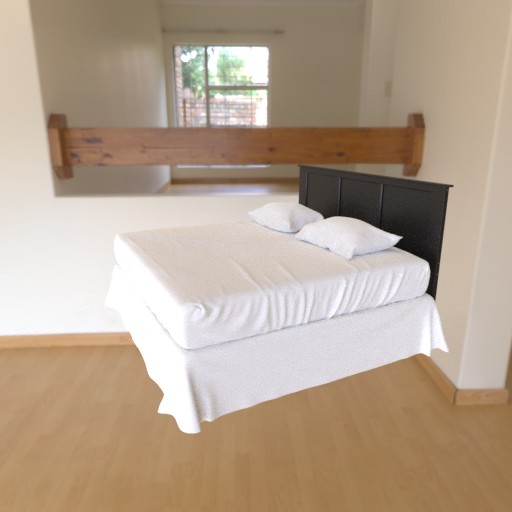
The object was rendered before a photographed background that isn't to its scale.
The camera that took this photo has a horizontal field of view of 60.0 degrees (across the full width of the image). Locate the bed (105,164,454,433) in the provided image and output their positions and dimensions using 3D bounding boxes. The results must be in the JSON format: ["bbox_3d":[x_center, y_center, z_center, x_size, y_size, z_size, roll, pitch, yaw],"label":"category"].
[{"bbox_3d":[0.000,0.000,3.705,2.219,1.271,2.315,-8,18,-26],"label":"bed"}]
